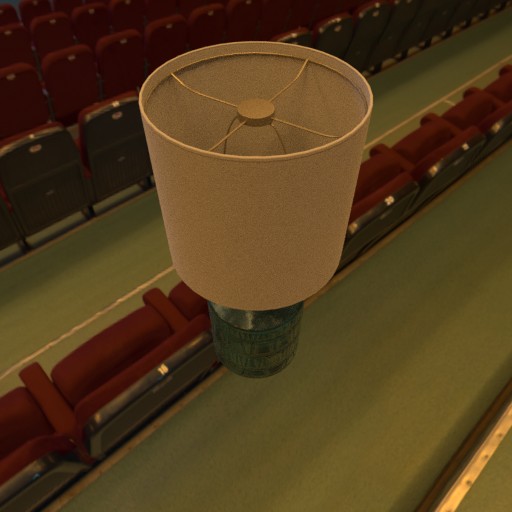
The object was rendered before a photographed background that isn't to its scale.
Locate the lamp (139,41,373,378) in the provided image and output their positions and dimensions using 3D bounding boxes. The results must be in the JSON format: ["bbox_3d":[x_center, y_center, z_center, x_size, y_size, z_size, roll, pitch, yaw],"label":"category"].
[{"bbox_3d":[0.000,0.000,0.574,0.211,0.455,0.211,-35,57,-28],"label":"lamp"}]
